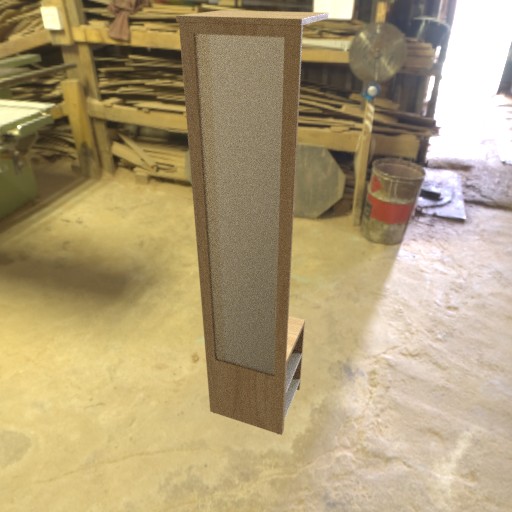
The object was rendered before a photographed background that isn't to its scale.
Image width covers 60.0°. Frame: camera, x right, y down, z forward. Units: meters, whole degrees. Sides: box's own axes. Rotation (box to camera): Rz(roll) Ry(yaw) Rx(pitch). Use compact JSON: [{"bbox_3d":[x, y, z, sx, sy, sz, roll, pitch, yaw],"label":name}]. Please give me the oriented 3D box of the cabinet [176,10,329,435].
[{"bbox_3d":[0.000,0.000,1.958,0.411,1.879,0.338,11,33,18],"label":"cabinet"}]
